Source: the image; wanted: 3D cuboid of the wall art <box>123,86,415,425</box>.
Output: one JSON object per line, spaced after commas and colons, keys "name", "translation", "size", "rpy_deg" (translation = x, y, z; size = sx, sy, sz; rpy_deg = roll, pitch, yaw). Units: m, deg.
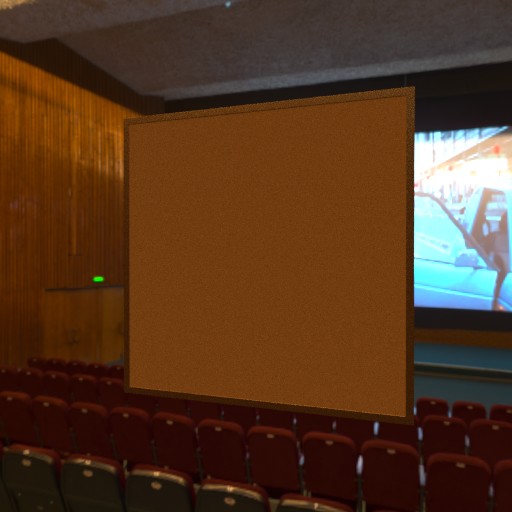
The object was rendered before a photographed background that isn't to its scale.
{"name": "wall art", "translation": [0.000, 0.000, 1.133], "size": [0.762, 0.762, 0.038], "rpy_deg": [0, 0, 18]}
